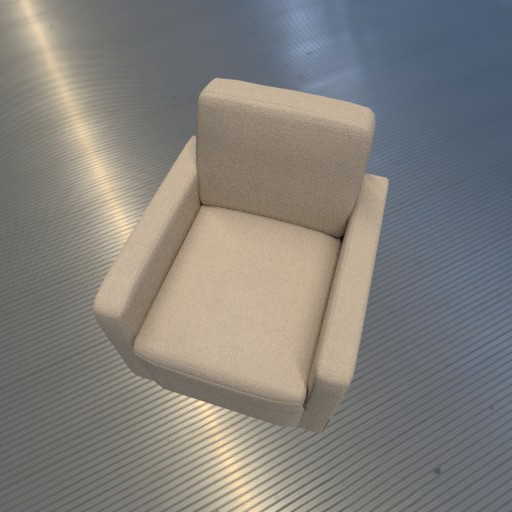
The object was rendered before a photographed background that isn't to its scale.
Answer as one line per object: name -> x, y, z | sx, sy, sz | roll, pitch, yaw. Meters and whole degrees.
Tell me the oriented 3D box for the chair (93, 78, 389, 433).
chair -> 0.000, 0.000, 1.507 | 0.755, 0.827, 0.888 | 15, 59, 9
